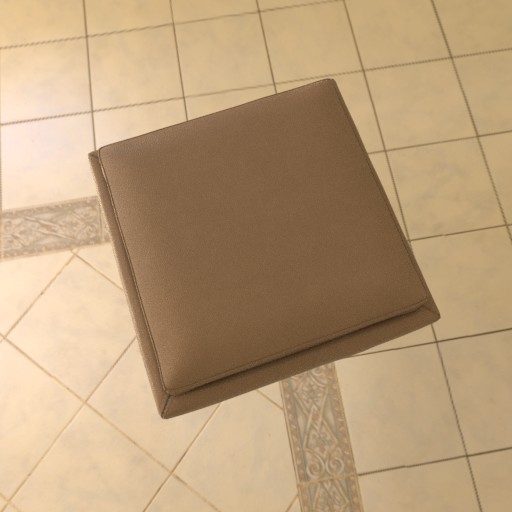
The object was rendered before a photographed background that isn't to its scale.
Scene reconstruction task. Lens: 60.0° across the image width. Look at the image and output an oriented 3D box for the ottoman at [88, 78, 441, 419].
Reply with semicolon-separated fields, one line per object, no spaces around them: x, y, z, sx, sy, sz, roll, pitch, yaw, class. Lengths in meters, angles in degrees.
0.000;0.000;0.835;0.451;0.460;0.450;-19;76;-5;ottoman
